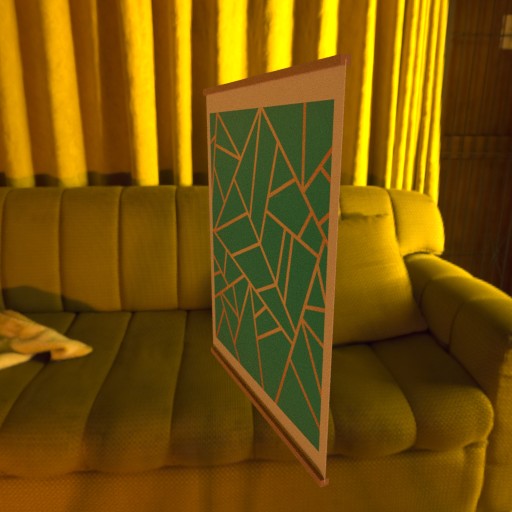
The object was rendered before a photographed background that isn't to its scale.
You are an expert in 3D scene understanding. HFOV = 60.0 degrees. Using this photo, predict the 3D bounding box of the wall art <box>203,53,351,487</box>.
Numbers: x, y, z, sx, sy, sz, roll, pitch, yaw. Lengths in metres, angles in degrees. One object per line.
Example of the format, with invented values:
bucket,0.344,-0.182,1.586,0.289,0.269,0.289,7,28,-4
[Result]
wall art,0.000,0.000,0.674,0.012,0.508,0.405,-7,17,-25
